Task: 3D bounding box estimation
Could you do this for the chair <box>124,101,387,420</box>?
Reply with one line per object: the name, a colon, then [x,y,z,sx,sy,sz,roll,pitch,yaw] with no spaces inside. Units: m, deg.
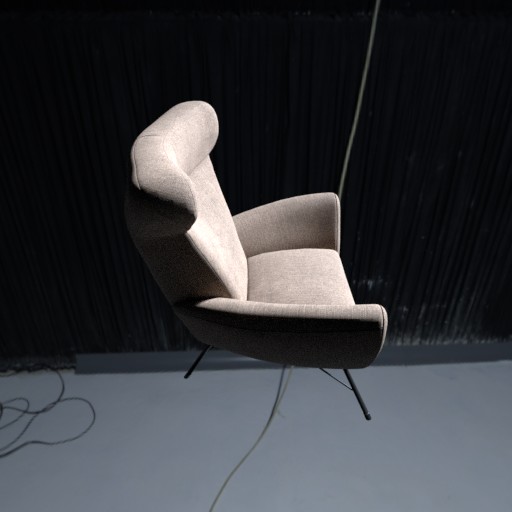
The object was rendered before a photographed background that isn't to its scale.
chair: [0.000,0.000,1.797,0.900,1.040,0.980,0,32,-1]
